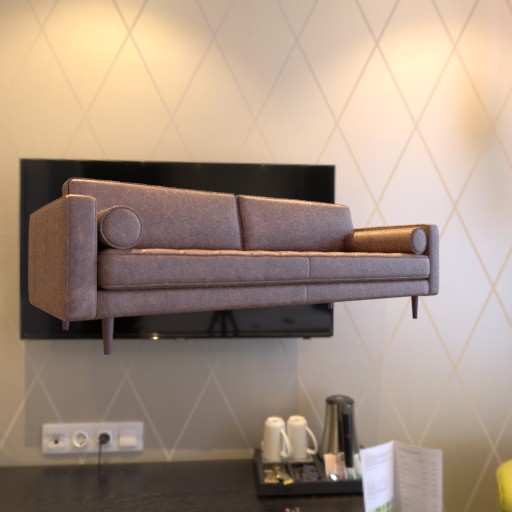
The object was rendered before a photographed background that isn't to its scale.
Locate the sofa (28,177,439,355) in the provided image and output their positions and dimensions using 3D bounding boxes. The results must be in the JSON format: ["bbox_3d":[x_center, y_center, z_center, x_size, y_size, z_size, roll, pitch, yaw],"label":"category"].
[{"bbox_3d":[0.000,0.000,2.500,2.210,0.762,0.914,1,-1,-35],"label":"sofa"}]
